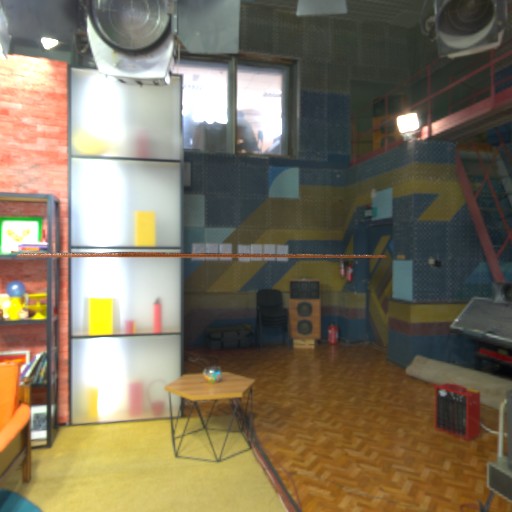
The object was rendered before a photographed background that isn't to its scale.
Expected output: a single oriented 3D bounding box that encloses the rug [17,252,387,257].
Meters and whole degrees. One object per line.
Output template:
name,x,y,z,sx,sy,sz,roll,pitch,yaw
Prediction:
rug,0.000,0.000,2.453,0.651,0.016,2.274,0,0,37
